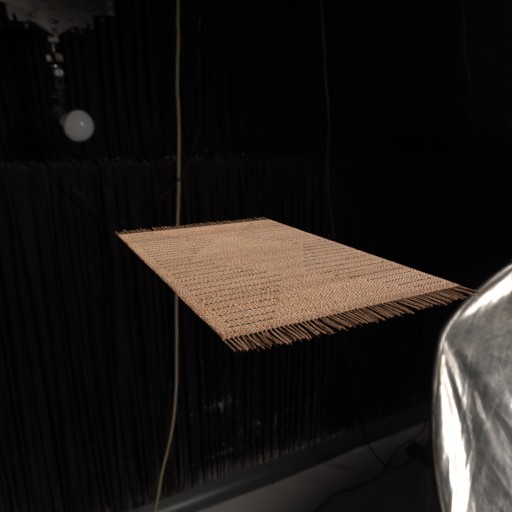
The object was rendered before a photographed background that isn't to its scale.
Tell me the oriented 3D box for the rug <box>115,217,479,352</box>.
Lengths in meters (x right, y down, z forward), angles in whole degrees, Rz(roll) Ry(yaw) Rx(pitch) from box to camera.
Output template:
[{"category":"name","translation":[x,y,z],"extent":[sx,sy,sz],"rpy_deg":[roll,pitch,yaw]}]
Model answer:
[{"category":"rug","translation":[0.000,0.000,2.590],"extent":[1.224,0.027,2.085],"rpy_deg":[-8,18,-27]}]
